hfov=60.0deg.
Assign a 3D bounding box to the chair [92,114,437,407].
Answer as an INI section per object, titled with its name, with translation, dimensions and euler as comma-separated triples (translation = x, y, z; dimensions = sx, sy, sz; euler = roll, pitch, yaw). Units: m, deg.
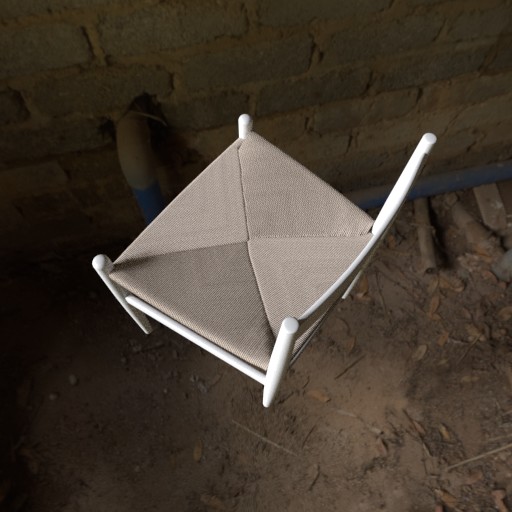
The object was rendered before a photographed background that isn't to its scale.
[chair]
translation = 0.000, 0.000, 1.093
dimensions = 0.495, 0.762, 0.556
euler = 34, 68, 16
